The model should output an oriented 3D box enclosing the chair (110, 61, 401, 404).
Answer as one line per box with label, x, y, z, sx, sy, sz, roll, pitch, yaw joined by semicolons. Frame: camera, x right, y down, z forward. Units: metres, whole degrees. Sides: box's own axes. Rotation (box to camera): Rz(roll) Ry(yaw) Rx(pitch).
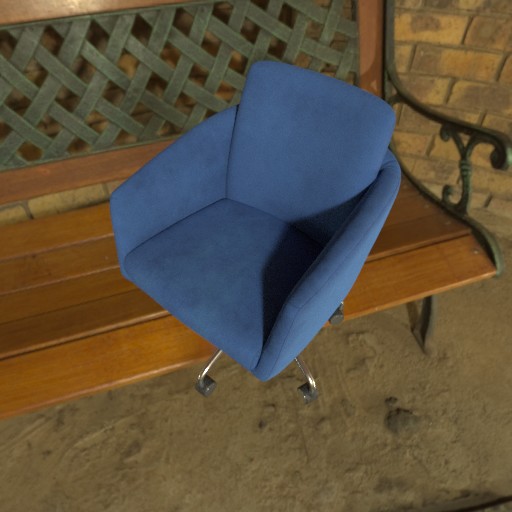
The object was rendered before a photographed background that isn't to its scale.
chair;0.000;0.000;1.328;0.641;0.908;0.635;31;54;26
